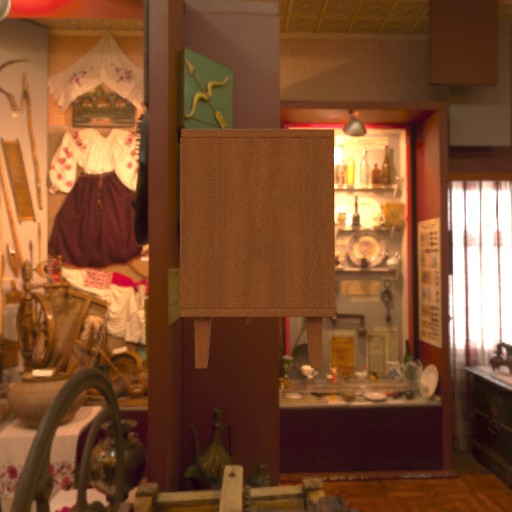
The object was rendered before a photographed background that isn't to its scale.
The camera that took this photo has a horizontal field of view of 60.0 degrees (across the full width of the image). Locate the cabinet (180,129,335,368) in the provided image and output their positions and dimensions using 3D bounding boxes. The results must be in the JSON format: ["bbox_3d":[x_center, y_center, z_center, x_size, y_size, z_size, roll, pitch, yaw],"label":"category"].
[{"bbox_3d":[0.000,0.000,2.525,0.499,0.779,2.198,0,-1,0],"label":"cabinet"}]
